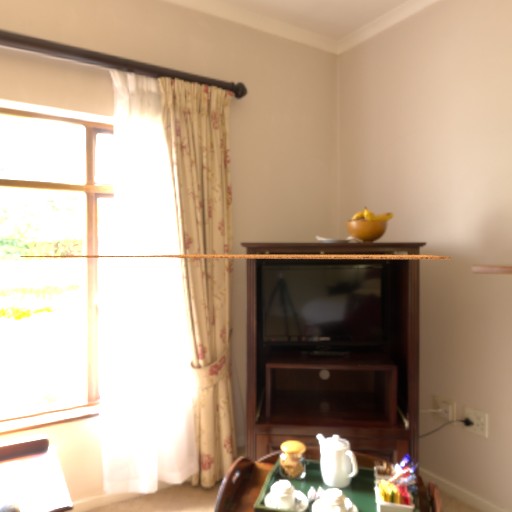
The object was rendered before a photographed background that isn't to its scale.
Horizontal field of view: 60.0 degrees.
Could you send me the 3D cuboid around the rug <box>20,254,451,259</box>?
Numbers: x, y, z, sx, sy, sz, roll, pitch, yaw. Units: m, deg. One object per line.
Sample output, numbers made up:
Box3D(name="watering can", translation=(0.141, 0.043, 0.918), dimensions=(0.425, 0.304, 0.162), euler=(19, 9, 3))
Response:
Box3D(name="rug", translation=(0.000, 0.000, 4.214), dimensions=(3.200, 0.012, 2.438), euler=(0, 0, 19))
